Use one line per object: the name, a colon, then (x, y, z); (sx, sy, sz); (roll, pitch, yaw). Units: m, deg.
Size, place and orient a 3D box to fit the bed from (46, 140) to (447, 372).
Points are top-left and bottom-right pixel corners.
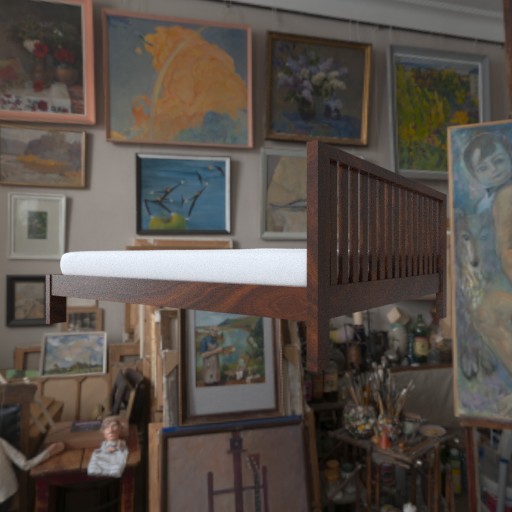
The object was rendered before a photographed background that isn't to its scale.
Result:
bed: (0.000, 0.000, 3.069); (2.030, 0.890, 1.905); (0, 0, 37)
